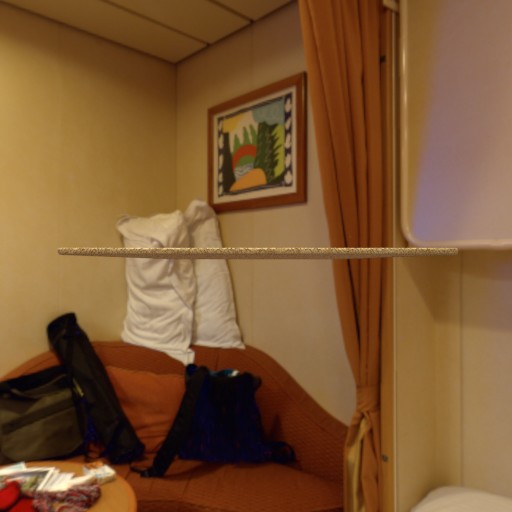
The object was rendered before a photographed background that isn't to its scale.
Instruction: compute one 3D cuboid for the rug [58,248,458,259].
[{"bbox_3d":[0.000,0.000,2.799,1.500,0.025,2.349,0,-1,-1],"label":"rug"}]
